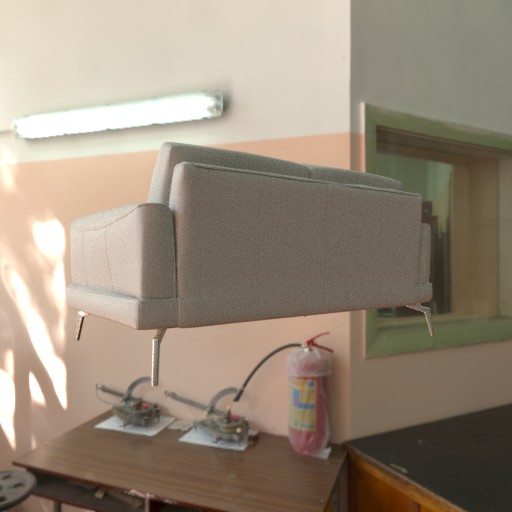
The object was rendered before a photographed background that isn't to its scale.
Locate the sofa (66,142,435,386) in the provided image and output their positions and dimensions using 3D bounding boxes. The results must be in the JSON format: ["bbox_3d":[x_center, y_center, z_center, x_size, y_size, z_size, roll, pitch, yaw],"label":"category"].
[{"bbox_3d":[0.000,0.000,2.481,1.819,0.930,1.121,0,0,-36],"label":"sofa"}]
